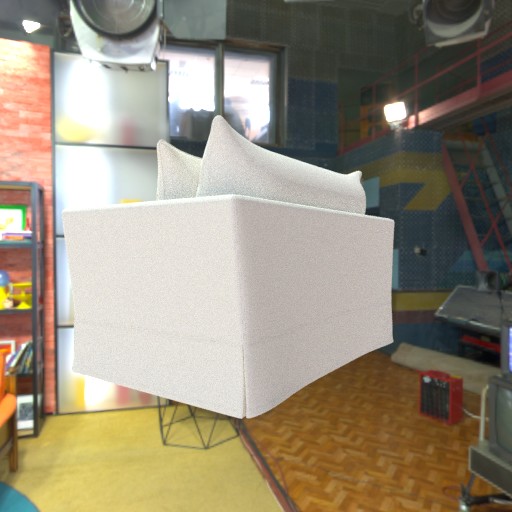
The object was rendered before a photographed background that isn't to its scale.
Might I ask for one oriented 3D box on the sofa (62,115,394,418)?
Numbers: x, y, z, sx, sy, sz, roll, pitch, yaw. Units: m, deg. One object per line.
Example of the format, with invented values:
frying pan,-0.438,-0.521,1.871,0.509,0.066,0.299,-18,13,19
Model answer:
sofa,0.000,0.000,2.331,1.026,1.039,1.608,1,1,35
